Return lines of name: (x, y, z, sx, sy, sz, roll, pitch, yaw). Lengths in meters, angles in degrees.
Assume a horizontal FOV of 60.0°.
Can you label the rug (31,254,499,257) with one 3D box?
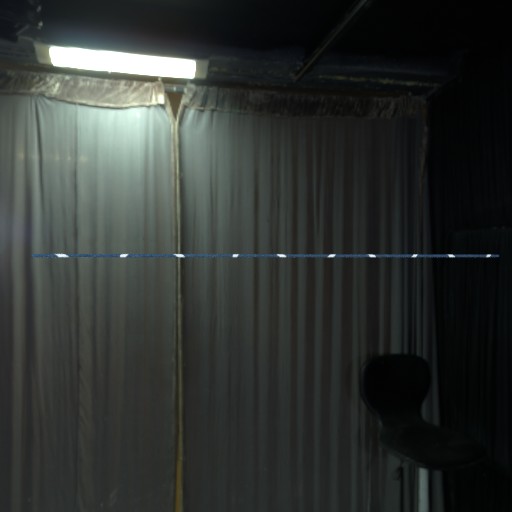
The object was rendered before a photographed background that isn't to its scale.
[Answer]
rug: (0.000, 0.000, 2.115, 1.753, 0.010, 1.143, 0, 0, -17)
